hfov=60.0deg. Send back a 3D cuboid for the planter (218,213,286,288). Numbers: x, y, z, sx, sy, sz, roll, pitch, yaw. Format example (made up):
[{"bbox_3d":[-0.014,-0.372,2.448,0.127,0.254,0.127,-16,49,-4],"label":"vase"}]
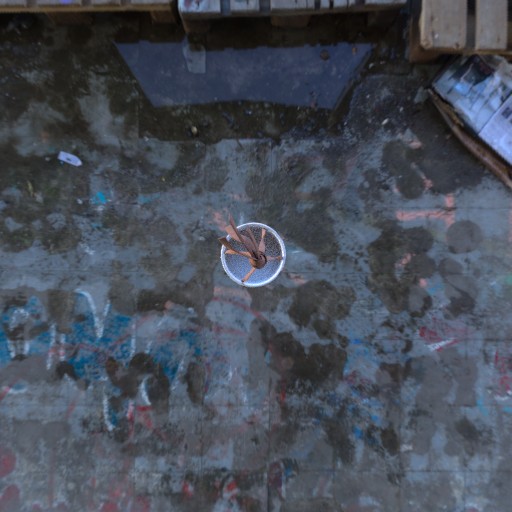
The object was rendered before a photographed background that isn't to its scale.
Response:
[{"bbox_3d":[0.000,0.000,0.822,0.166,0.751,0.166,0,90,-1],"label":"planter"}]
